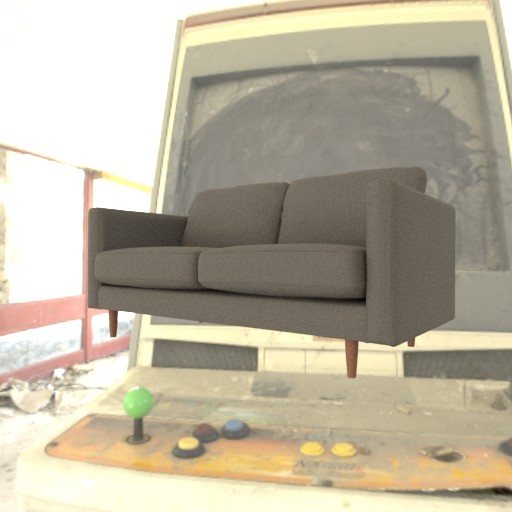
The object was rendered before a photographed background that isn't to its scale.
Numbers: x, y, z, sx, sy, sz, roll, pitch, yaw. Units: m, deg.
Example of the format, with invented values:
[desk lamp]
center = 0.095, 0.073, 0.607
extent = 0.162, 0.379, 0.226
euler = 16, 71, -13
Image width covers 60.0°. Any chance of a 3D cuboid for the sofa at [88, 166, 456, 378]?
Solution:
[sofa]
center = 0.000, 0.000, 2.260
extent = 1.713, 0.866, 0.940
euler = 0, 0, 36
